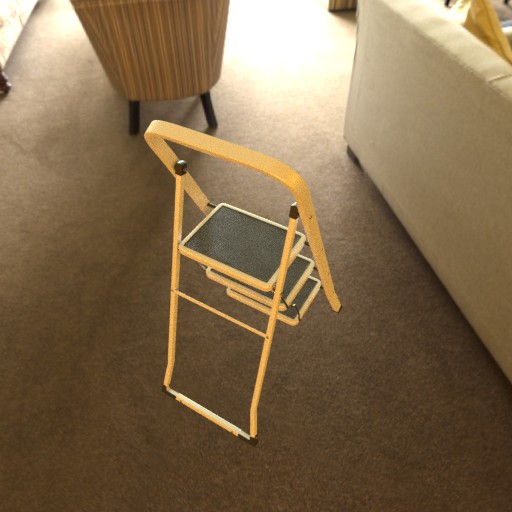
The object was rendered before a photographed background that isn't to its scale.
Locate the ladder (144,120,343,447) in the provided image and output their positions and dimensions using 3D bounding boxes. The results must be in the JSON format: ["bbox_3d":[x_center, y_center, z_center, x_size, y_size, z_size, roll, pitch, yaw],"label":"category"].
[{"bbox_3d":[0.000,0.000,1.419,0.460,1.050,0.711,23,51,20],"label":"ladder"}]
